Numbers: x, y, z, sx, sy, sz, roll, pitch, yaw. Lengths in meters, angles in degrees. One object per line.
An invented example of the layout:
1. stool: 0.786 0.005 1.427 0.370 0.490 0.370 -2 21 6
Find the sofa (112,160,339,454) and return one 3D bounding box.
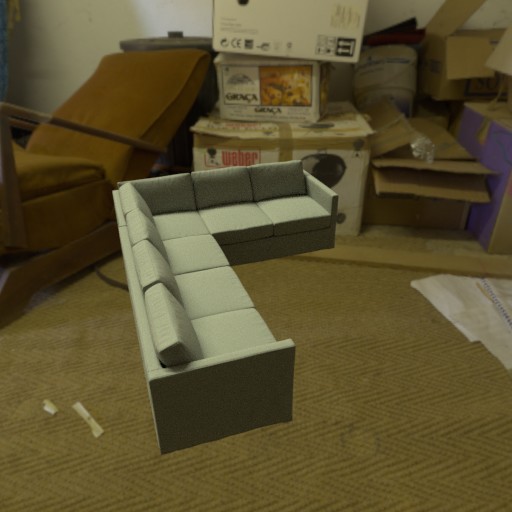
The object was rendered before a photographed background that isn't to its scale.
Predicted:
1. sofa: 0.000 0.000 4.298 2.432 0.871 3.182 -10 31 -17
